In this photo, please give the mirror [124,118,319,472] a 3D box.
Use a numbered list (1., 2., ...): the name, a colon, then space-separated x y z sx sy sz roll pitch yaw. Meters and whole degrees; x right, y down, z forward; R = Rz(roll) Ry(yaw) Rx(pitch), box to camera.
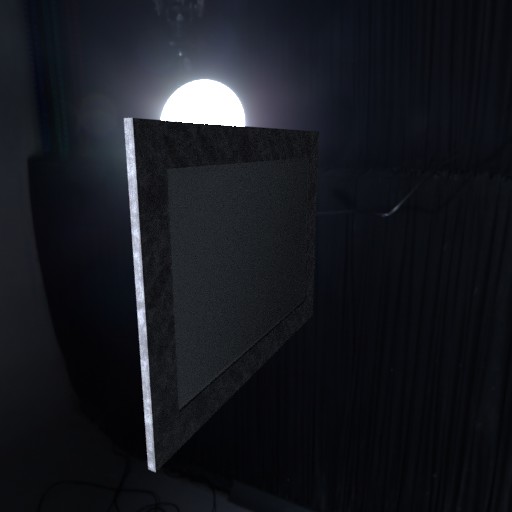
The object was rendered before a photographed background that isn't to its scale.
1. mirror: 0.000 0.000 1.425 0.022 0.795 1.101 7 16 26
